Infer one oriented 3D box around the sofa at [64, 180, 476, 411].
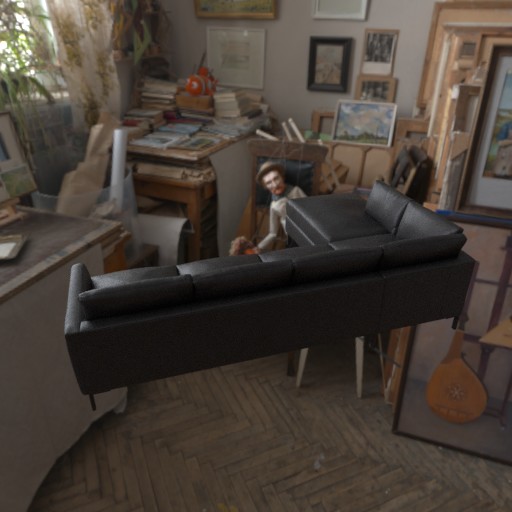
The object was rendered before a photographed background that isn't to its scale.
[{"bbox_3d":[0.000,0.000,3.883,2.984,0.877,1.938,-8,30,-15],"label":"sofa"}]
